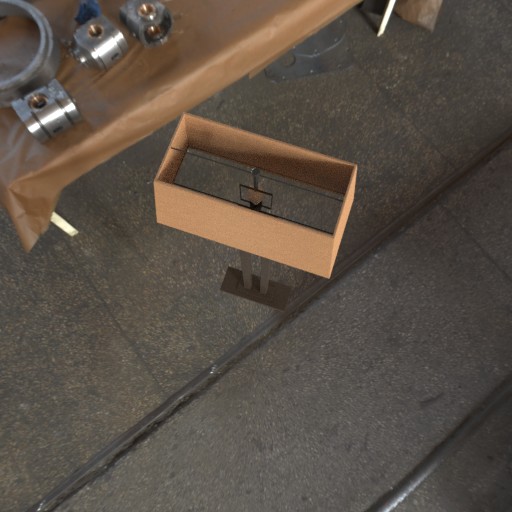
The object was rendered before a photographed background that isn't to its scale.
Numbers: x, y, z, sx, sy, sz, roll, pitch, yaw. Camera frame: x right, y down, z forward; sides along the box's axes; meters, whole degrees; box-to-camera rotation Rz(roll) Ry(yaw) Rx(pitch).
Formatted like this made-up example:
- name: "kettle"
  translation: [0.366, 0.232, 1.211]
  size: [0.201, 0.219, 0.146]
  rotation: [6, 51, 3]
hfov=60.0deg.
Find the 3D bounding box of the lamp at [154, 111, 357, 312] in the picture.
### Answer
- name: "lamp"
  translation: [0.000, 0.000, 1.663]
  size: [0.475, 1.469, 0.233]
  rotation: [18, 76, 5]
